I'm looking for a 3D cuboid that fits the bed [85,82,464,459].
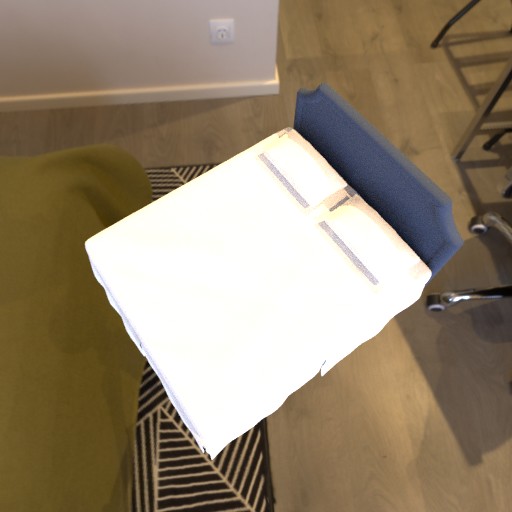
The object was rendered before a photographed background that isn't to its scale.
[{"bbox_3d":[0.000,0.000,4.177,2.773,1.488,2.350,-33,68,-15],"label":"bed"}]
